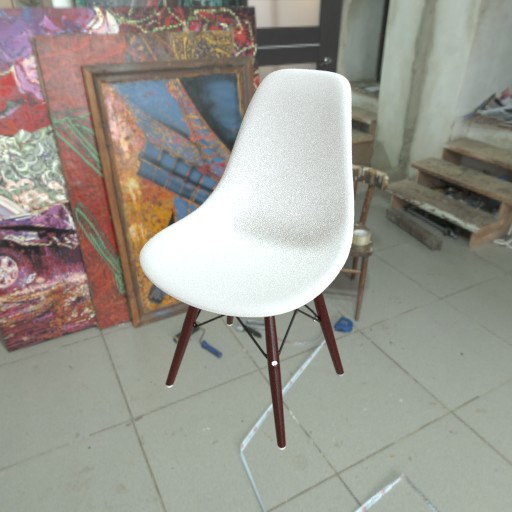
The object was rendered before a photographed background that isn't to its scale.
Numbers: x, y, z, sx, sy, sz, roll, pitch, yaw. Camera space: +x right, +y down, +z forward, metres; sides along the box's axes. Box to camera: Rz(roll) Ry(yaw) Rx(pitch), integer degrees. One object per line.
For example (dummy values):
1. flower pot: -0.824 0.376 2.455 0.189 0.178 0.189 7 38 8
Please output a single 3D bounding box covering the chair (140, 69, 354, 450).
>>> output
1. chair: 0.000 0.000 1.131 0.470 0.826 0.533 18 35 28
